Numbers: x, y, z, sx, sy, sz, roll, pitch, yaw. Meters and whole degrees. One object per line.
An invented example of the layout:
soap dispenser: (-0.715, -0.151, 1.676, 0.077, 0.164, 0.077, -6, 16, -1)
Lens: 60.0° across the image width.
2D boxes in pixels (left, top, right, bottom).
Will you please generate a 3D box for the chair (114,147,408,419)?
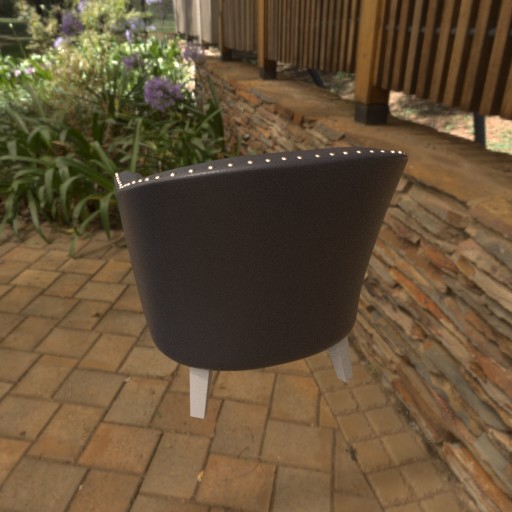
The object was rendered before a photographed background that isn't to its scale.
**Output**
chair: (0.000, 0.000, 1.427, 0.794, 0.823, 0.748, -9, 28, -17)
